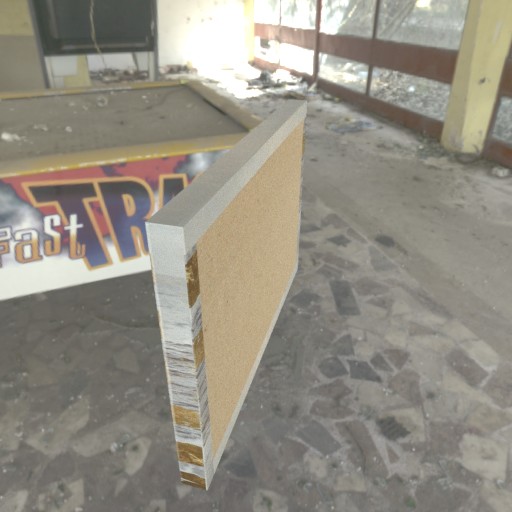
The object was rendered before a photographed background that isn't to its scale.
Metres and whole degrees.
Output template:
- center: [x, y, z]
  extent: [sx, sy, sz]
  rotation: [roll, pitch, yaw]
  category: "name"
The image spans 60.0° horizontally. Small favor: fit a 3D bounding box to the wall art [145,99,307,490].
- center: [0.000, 0.000, 0.767]
  extent: [0.041, 0.407, 0.606]
  rotation: [8, 31, 14]
  category: "wall art"
